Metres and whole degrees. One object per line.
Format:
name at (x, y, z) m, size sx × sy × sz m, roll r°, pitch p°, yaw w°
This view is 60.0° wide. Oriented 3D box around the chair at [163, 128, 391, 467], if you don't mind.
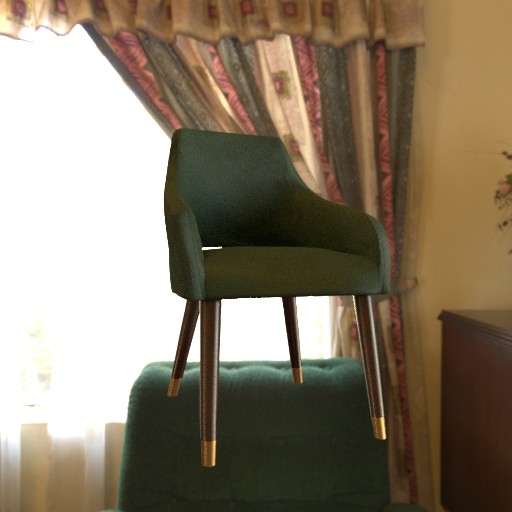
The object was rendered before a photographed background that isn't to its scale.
chair at (0.000, 0.000, 1.596) m, size 0.683 × 1.081 × 0.794 m, roll 0°, pitch 0°, yaw -19°
